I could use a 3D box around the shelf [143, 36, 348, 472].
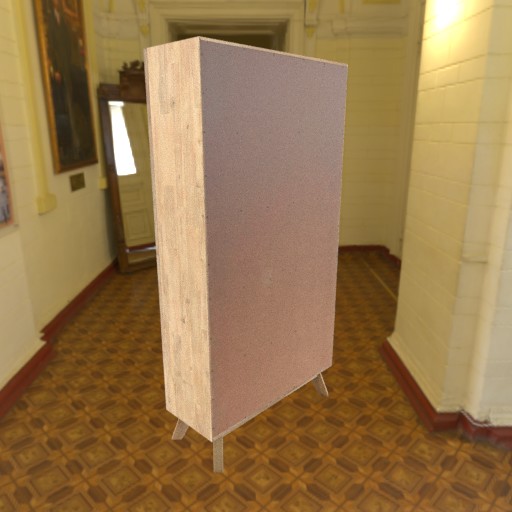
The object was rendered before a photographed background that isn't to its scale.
[{"bbox_3d":[0.000,0.000,1.778,0.308,1.471,0.748,15,22,42],"label":"shelf"}]
